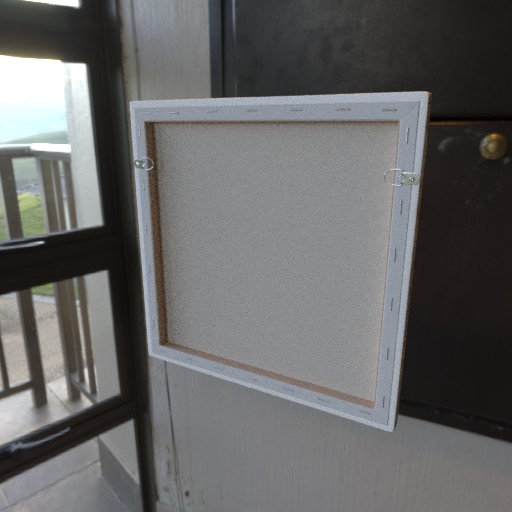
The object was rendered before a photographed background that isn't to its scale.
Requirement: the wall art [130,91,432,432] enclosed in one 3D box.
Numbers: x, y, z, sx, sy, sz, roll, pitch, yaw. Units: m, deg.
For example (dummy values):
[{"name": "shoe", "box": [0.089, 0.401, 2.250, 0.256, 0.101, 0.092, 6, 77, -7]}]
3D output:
[{"name": "wall art", "box": [0.000, 0.000, 1.353, 0.912, 0.914, 0.039, 9, 19, 28]}]
